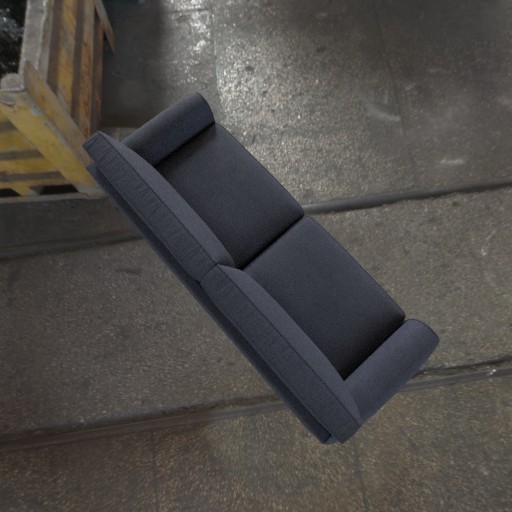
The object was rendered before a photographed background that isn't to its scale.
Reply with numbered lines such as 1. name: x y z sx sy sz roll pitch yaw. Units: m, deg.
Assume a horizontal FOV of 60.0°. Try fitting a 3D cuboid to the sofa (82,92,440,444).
1. sofa: 0.000 0.000 2.933 0.954 1.026 2.391 -40 78 -10
